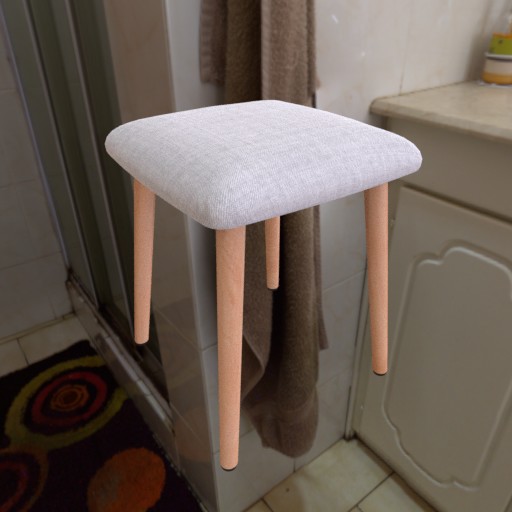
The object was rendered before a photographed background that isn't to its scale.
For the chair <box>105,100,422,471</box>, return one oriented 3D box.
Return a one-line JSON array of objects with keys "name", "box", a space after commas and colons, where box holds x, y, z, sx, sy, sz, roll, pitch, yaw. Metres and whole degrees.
[{"name": "chair", "box": [0.000, 0.000, 0.719, 0.350, 0.440, 0.350, -20, 36, -30]}]
